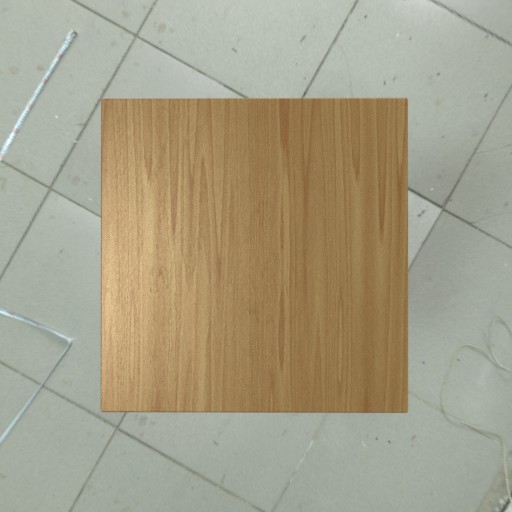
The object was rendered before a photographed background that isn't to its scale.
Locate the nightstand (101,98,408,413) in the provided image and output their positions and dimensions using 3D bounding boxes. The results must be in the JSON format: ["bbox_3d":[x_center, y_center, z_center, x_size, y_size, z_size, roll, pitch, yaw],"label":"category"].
[{"bbox_3d":[0.000,0.000,0.907,0.418,0.614,0.428,0,90,0],"label":"nightstand"}]
